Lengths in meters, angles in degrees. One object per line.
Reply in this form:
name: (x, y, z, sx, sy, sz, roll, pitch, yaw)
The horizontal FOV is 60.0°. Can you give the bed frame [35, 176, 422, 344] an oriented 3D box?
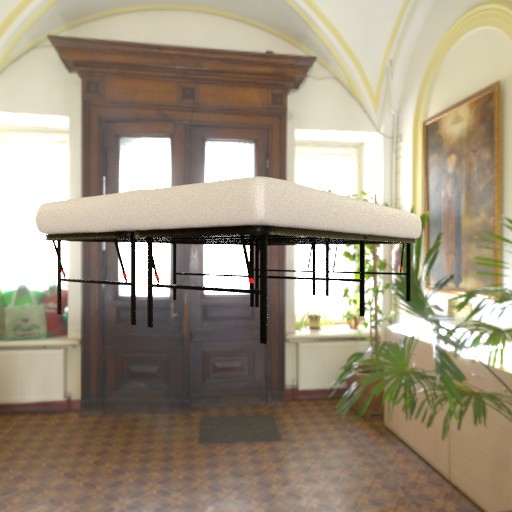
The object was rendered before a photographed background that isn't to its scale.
bed frame: (0.000, 0.000, 2.898, 1.584, 0.667, 2.151, 0, 0, 36)
